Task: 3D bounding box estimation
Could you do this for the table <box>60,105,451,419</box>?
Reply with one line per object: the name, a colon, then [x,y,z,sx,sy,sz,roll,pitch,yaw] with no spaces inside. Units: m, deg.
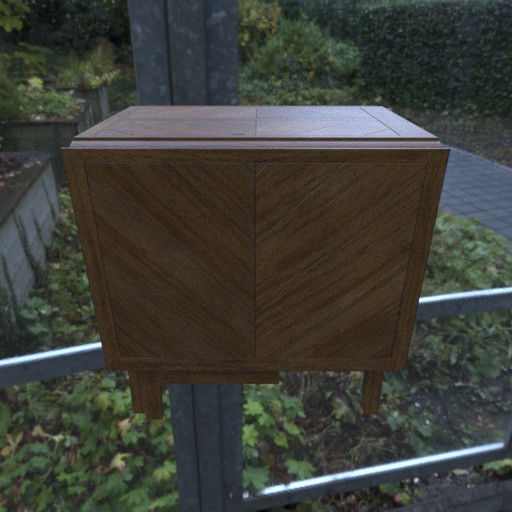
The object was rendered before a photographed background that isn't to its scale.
table: [0.000,0.000,1.276,0.746,0.763,0.591,0,26,0]
